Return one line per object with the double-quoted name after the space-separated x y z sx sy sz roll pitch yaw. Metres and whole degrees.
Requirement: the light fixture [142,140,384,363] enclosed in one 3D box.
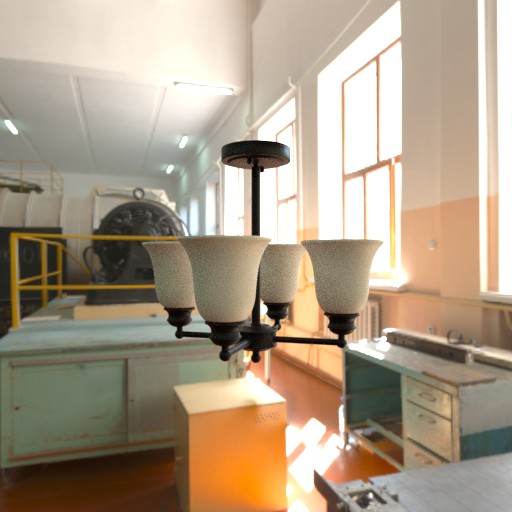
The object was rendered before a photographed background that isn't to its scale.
0.000 0.000 1.921 1.069 0.925 1.069 0 -1 17 "light fixture"
